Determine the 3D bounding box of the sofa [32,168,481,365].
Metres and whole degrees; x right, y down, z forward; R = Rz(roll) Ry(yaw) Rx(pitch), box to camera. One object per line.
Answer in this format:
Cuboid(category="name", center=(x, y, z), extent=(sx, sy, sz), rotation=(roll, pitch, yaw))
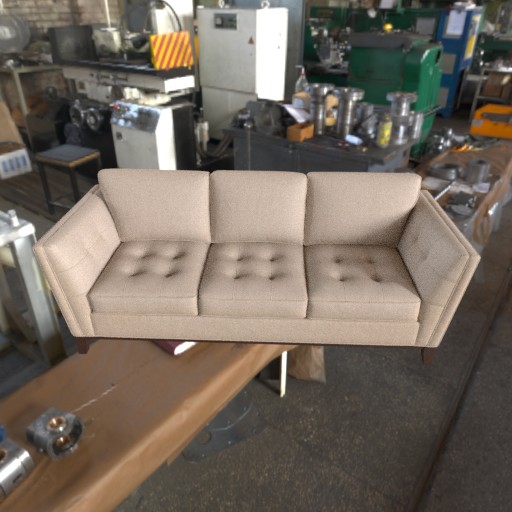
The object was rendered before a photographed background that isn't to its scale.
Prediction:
Cuboid(category="sofa", center=(0.000, 0.000, 2.904), extent=(2.388, 0.940, 0.965), rotation=(1, 30, 2))
